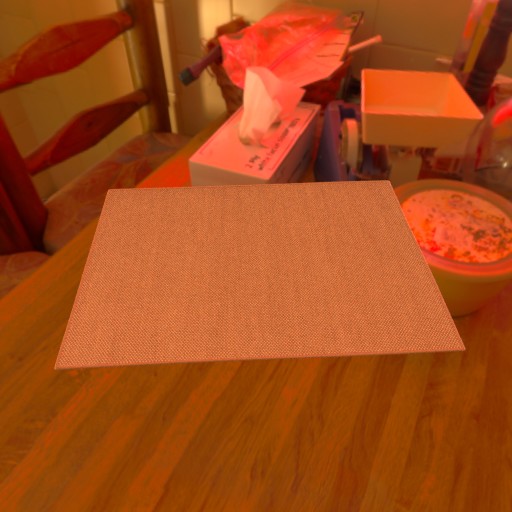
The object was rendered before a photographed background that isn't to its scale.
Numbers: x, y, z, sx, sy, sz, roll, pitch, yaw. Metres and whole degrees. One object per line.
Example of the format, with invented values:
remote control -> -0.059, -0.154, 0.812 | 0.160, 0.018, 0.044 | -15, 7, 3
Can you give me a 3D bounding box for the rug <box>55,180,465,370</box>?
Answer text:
rug -> 0.000, 0.000, 2.824 | 2.134, 0.013, 1.524 | -2, 45, -2
